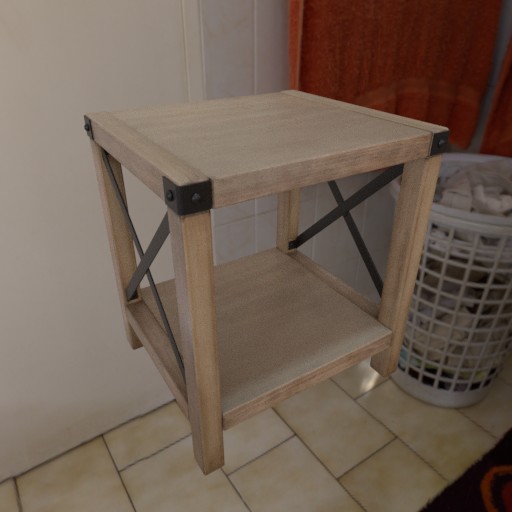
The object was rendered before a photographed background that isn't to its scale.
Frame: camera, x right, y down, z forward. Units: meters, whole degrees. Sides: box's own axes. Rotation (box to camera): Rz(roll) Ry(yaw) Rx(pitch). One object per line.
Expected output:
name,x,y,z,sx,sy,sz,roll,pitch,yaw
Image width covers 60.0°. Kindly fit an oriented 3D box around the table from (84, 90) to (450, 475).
table,0.000,0.000,0.932,0.510,0.561,0.459,-17,34,-27
